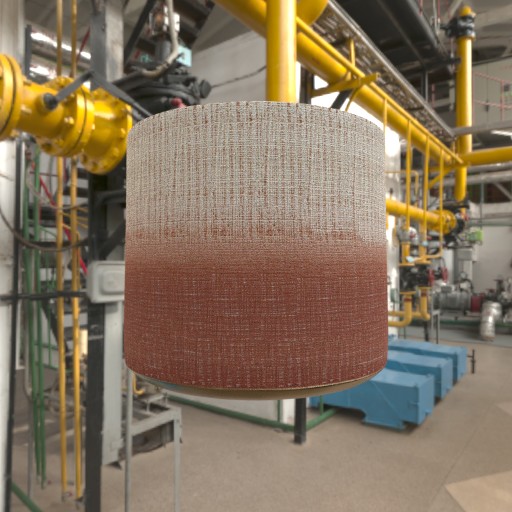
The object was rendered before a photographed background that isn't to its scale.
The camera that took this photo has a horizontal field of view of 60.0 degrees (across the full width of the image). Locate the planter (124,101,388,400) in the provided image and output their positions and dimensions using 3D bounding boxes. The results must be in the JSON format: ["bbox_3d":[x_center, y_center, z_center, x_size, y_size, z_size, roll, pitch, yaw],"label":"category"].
[{"bbox_3d":[0.000,0.000,0.311,0.178,0.157,0.178,0,-1,0],"label":"planter"}]
